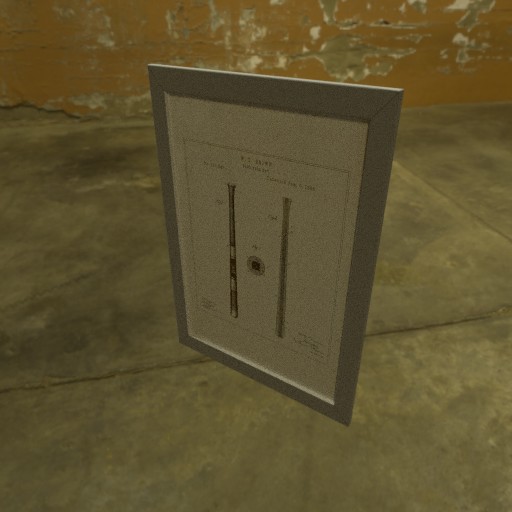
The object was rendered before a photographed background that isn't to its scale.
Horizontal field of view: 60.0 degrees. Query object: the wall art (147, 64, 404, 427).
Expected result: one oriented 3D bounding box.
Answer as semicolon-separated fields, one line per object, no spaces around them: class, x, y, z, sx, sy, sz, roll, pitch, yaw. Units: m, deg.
wall art;0.000;0.000;0.692;0.374;0.529;0.012;19;35;29
